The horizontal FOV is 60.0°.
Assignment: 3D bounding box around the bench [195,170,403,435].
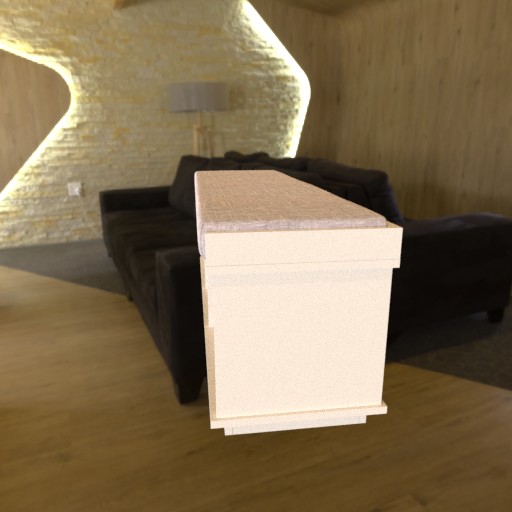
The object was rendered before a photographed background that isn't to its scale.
[{"bbox_3d":[0.000,0.000,1.391,0.363,0.453,1.196,-2,15,-8],"label":"bench"}]
